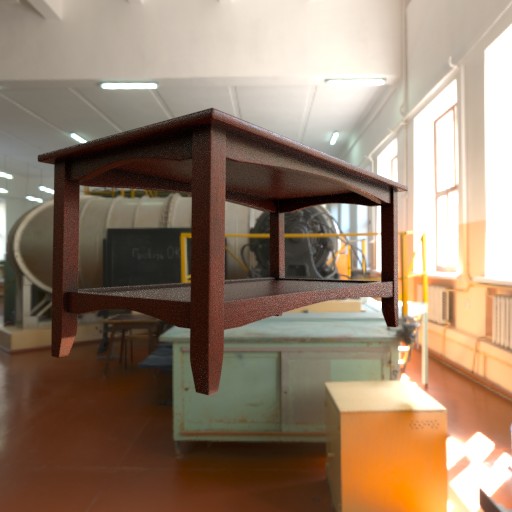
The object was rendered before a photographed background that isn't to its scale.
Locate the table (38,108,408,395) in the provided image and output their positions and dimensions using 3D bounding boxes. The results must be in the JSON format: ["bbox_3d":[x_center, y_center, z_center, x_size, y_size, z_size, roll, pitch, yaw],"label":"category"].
[{"bbox_3d":[0.000,0.000,1.221,0.533,0.456,0.943,0,0,37],"label":"table"}]
